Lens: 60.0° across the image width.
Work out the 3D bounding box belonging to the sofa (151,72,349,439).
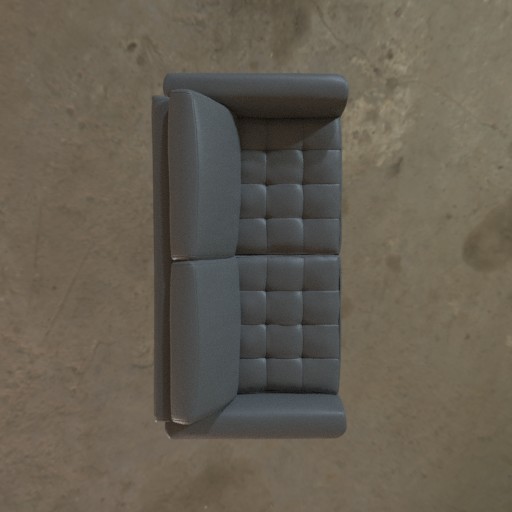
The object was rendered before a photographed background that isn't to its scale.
[{"bbox_3d":[0.000,0.000,2.726,1.121,0.930,2.177,0,92,0],"label":"sofa"}]
